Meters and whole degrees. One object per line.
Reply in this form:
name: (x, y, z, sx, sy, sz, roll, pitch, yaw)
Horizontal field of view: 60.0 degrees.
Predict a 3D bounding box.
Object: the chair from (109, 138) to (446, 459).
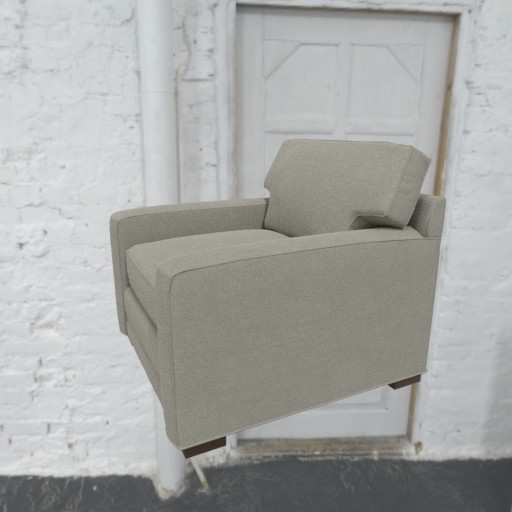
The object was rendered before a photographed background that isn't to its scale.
chair: (0.000, 0.000, 1.856, 1.044, 0.934, 0.999, -8, 18, -25)
